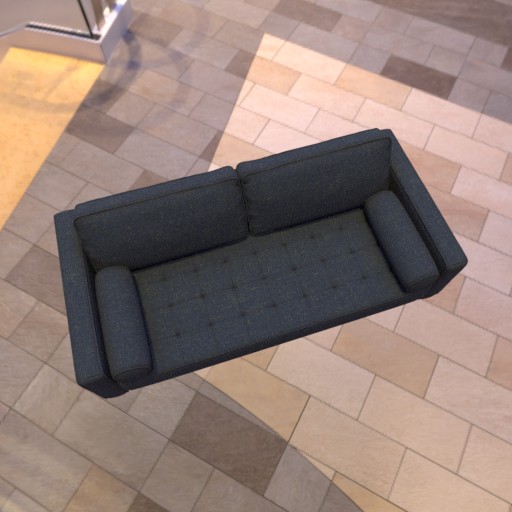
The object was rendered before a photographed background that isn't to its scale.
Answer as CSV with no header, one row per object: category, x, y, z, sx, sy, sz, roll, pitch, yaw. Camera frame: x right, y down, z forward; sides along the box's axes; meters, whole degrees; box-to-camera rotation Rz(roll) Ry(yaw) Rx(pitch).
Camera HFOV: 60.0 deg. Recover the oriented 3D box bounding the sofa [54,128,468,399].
sofa,0.000,0.000,2.340,1.880,0.762,0.914,-16,65,-8
